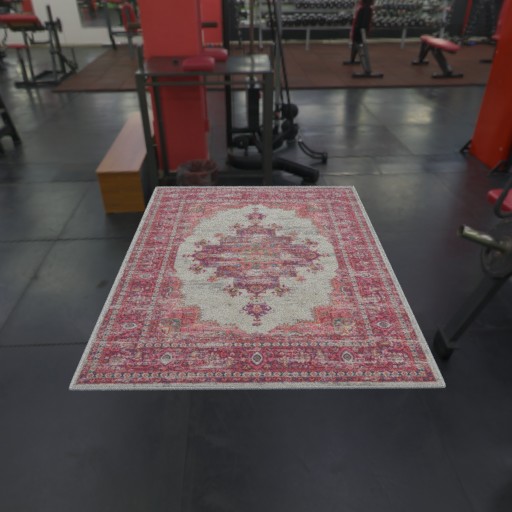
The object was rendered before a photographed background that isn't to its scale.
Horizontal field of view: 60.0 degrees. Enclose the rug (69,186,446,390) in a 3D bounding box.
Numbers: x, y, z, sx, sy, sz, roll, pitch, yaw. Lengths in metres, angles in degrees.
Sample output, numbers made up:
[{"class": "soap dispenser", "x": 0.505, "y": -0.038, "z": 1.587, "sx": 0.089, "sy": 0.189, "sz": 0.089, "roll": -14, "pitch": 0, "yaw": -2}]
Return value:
[{"class": "rug", "x": 0.000, "y": 0.000, "z": 4.162, "sx": 2.447, "sy": 0.017, "sz": 3.123, "roll": 0, "pitch": 33, "yaw": 0}]
